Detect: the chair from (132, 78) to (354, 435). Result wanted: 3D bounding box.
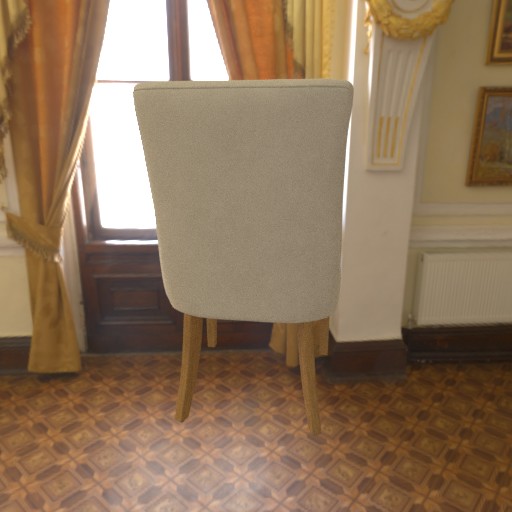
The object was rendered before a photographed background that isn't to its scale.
[{"bbox_3d":[0.000,0.000,1.284,0.495,0.902,0.610,2,16,8],"label":"chair"}]
